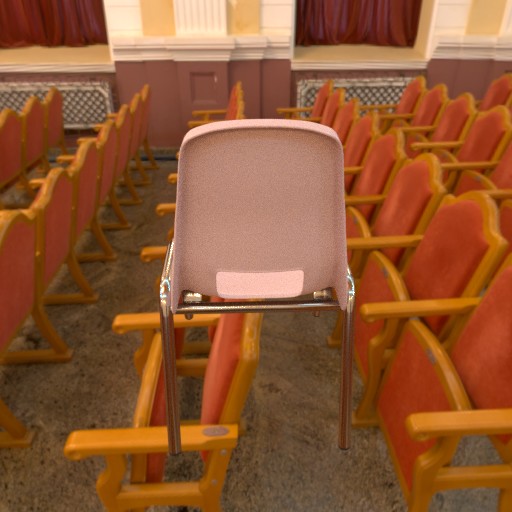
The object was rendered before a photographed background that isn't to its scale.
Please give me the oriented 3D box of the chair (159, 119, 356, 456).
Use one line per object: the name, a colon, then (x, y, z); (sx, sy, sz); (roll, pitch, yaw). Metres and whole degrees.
chair: (0.000, 0.000, 0.838); (0.354, 0.586, 0.423); (-1, 29, -2)
